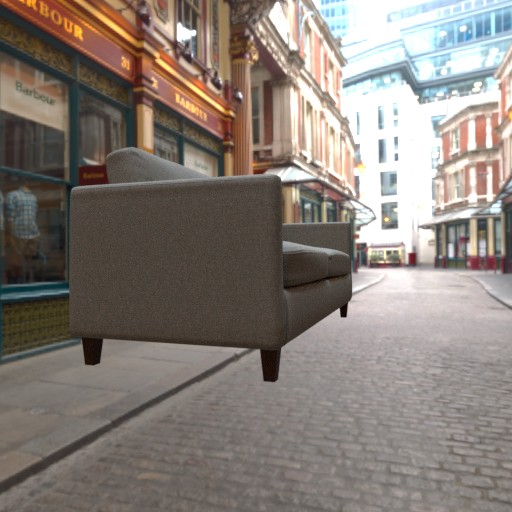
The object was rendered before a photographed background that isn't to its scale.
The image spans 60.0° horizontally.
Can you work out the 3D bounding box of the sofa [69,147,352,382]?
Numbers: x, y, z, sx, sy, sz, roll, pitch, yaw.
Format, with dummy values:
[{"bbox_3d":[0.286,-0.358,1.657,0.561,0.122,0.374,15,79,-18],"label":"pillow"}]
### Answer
[{"bbox_3d":[0.000,0.000,2.745,0.956,0.963,2.208,0,-1,19],"label":"sofa"}]
